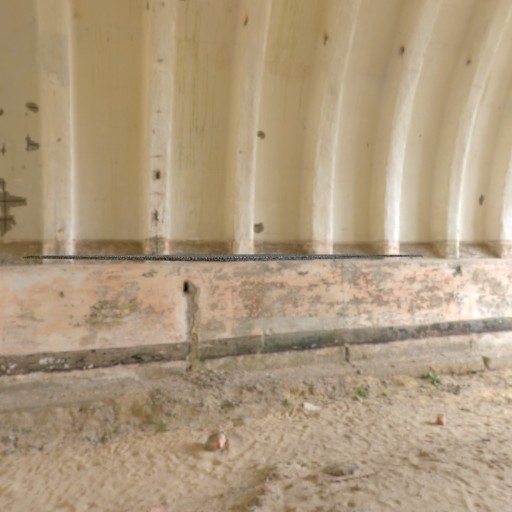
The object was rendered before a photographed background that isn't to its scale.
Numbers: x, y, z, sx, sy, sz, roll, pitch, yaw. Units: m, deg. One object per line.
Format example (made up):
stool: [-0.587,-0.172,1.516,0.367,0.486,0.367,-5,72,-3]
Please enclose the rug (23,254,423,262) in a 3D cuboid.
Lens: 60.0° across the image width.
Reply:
rug: [0.000,0.000,3.058,1.538,0.021,2.443,0,1,37]
